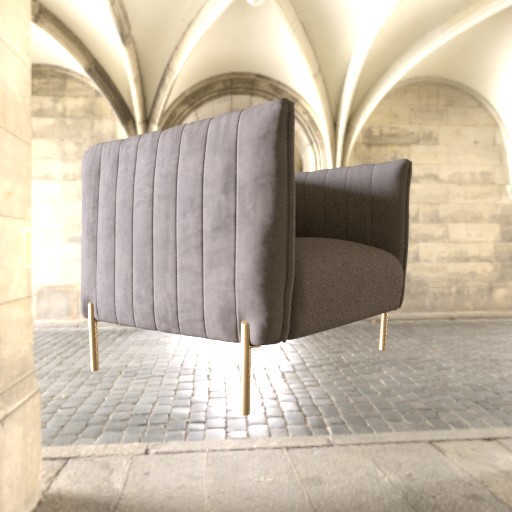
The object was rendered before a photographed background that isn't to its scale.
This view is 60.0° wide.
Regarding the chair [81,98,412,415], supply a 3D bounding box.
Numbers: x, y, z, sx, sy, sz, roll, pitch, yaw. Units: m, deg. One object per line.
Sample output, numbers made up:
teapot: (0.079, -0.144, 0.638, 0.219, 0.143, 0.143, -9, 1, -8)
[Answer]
chair: (0.000, 0.000, 1.650, 0.873, 0.779, 0.981, 0, 1, 37)
